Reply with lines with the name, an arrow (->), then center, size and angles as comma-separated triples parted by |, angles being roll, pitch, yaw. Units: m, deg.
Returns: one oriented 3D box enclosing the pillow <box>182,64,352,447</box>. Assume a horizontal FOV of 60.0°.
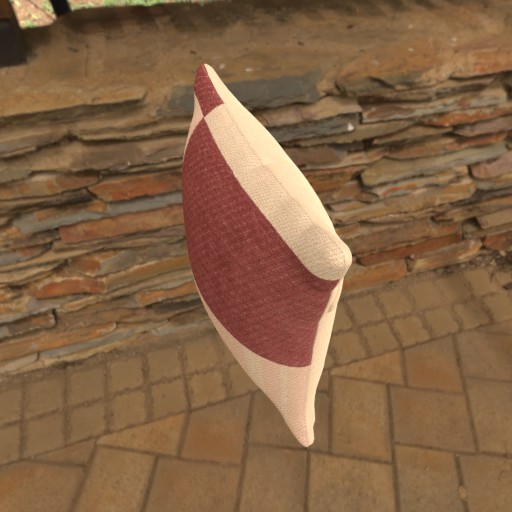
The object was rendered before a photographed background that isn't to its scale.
pillow -> 0.000, 0.000, 0.799 | 0.229, 0.506, 0.536 | -16, 50, -14
